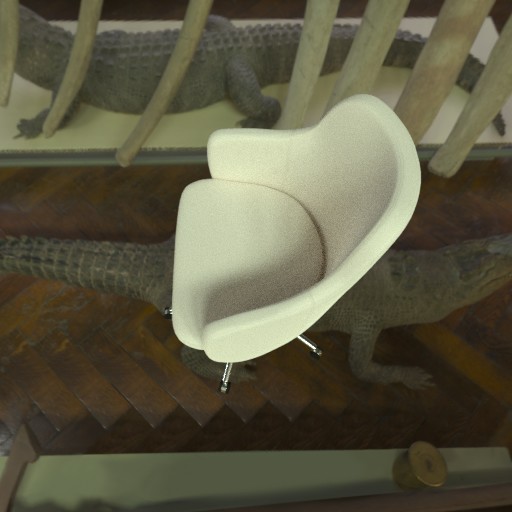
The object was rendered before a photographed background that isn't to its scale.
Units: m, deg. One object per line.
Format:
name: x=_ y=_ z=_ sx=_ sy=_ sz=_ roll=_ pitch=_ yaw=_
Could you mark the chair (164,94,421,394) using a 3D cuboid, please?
chair: x=0.000 y=0.000 z=1.231 sx=0.647 sy=0.819 sz=0.602 roll=-2 pitch=61 yaw=-1
